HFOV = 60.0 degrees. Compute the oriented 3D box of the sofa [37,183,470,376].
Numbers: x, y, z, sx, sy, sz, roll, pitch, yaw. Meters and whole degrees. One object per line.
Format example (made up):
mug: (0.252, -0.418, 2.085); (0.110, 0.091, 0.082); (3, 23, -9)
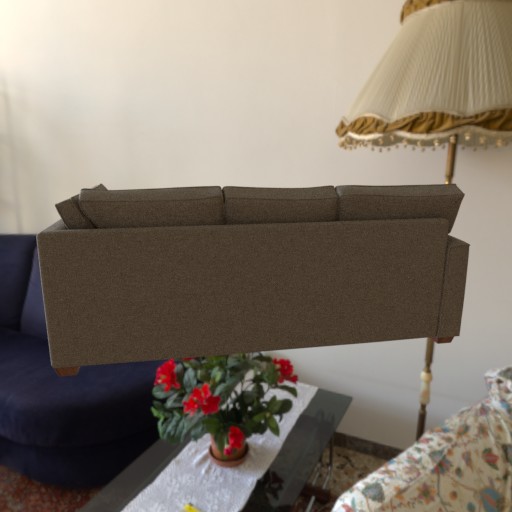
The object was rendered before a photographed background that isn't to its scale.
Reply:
sofa: (0.000, 0.000, 2.851); (2.317, 0.962, 1.061); (-3, 14, -10)
